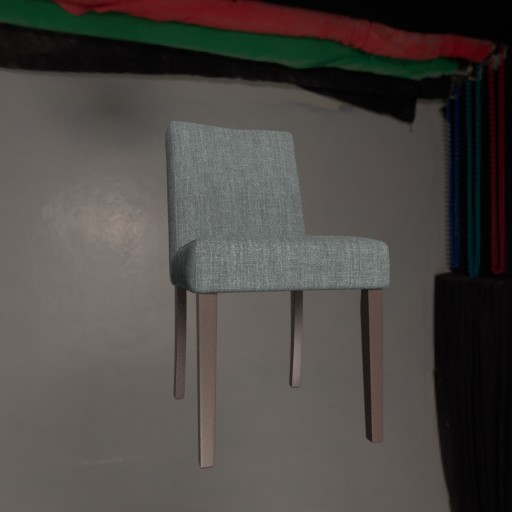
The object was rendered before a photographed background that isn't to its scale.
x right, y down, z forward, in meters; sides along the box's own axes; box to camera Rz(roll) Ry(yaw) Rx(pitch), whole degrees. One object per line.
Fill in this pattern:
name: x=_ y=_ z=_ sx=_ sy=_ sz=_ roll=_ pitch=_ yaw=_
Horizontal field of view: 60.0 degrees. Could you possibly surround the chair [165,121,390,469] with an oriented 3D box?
chair: x=0.000 y=0.000 z=1.268 sx=0.487 sy=0.884 sz=0.629 roll=0 pitch=0 yaw=-18
